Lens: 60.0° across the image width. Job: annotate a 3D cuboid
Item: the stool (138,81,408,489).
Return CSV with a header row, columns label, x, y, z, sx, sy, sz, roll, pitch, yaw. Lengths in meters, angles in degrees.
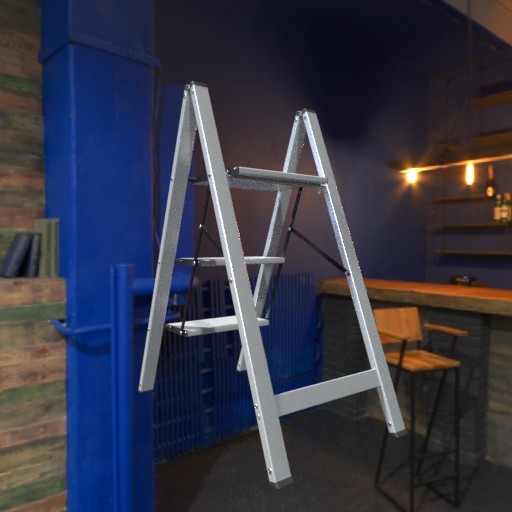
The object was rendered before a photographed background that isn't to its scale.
label,x,y,z,sx,sy,sz,roll,pitch,yaw
stool,0.000,0.000,1.288,0.441,0.902,0.730,-1,2,-37
